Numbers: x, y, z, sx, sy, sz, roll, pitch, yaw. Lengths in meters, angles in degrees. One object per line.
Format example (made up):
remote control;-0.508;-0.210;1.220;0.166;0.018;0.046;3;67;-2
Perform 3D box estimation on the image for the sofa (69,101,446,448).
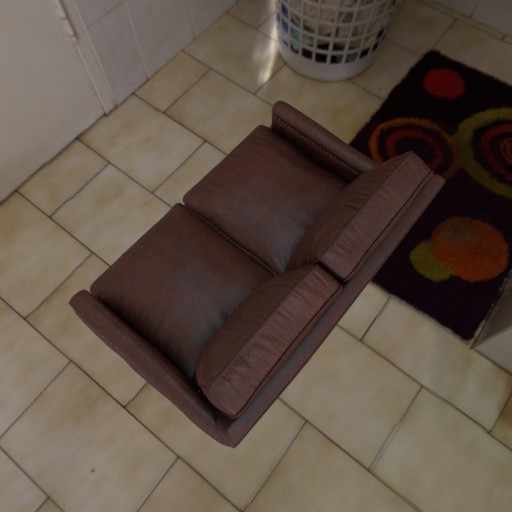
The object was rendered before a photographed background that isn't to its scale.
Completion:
sofa;0.000;0.000;2.284;1.083;1.003;1.628;38;72;15
